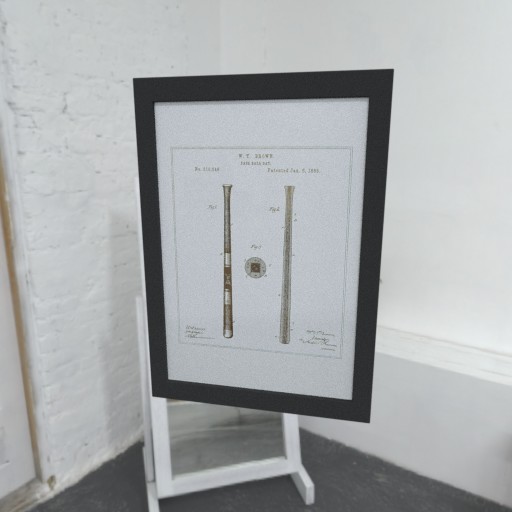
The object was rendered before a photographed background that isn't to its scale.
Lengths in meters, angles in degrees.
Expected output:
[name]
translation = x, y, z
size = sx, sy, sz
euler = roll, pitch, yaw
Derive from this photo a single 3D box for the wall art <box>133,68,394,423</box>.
[wall art]
translation = 0.000, 0.000, 0.688
size = 0.374, 0.529, 0.012
euler = 3, 14, 12
